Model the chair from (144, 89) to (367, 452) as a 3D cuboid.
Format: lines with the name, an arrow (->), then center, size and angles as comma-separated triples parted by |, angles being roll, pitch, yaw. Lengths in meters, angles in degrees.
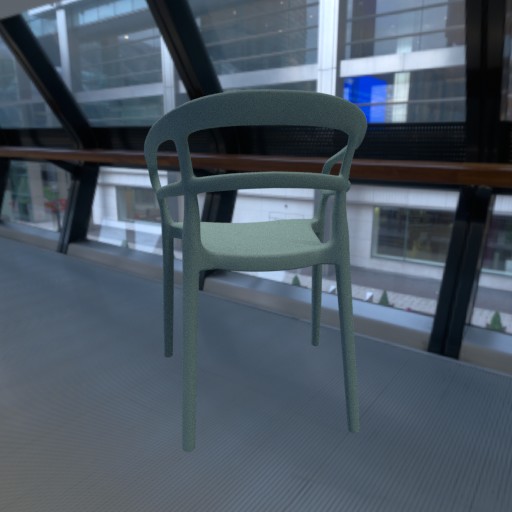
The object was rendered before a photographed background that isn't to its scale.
chair -> 0.000, 0.000, 1.163 | 0.559, 0.761, 0.527 | -2, 14, -10
